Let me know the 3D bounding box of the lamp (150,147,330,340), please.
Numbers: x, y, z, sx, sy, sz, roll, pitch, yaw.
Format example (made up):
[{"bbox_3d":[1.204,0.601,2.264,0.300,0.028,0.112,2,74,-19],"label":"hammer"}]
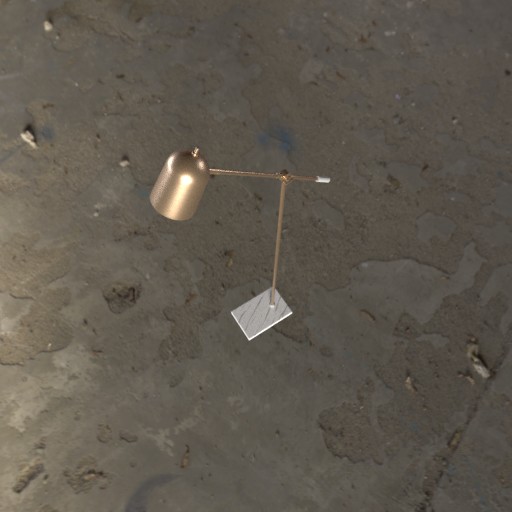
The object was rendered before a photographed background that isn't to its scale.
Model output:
[{"bbox_3d":[0.000,0.000,1.847,0.653,1.594,0.194,-30,68,-14],"label":"lamp"}]
